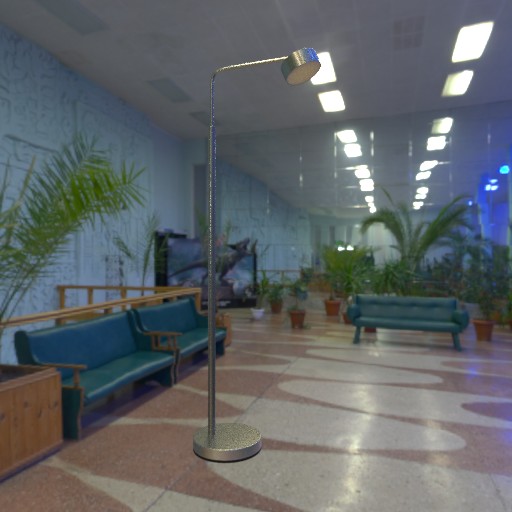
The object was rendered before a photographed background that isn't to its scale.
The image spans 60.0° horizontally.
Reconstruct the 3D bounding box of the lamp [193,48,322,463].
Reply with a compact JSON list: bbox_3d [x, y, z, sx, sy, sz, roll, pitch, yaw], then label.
[{"bbox_3d":[0.000,0.000,1.414,0.421,1.250,0.222,0,0,20],"label":"lamp"}]
